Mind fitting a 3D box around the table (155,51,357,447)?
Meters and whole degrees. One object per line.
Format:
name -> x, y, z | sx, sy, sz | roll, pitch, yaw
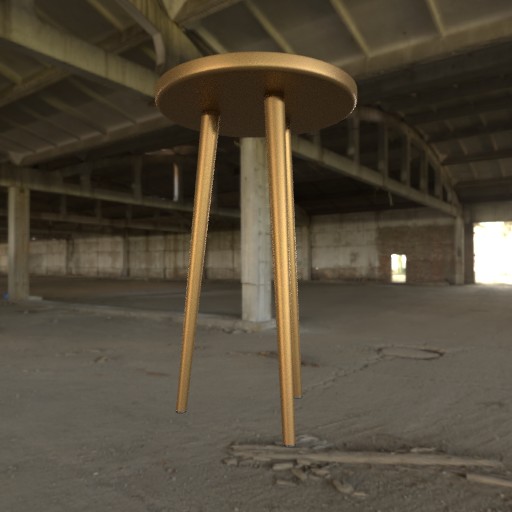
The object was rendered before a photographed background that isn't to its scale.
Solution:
table -> 0.000, 0.000, 0.669 | 0.299, 0.480, 0.299 | 0, -1, 35
